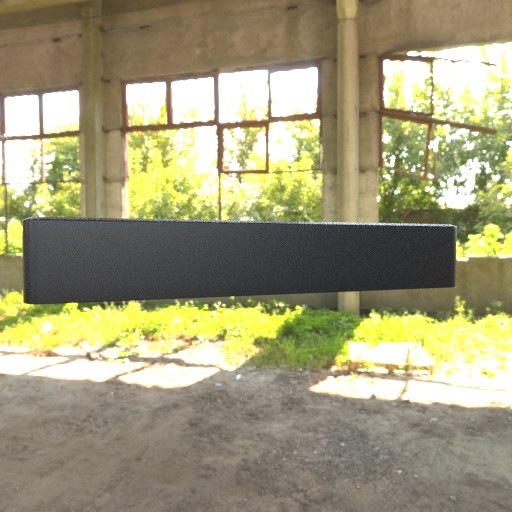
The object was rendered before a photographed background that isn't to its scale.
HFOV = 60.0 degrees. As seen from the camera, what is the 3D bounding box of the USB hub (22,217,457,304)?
[{"bbox_3d":[0.000,0.000,0.159,0.145,0.023,0.044,-1,2,-19],"label":"USB hub"}]
